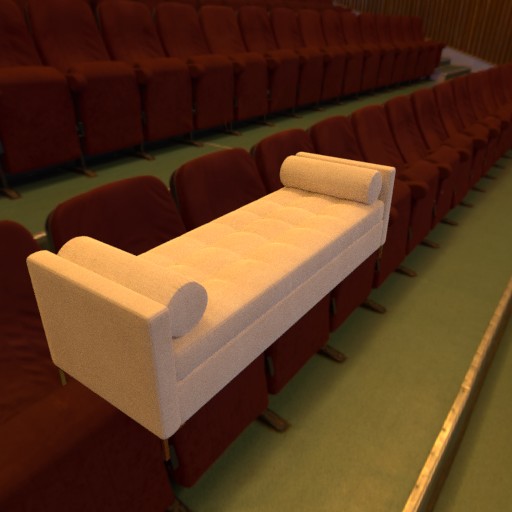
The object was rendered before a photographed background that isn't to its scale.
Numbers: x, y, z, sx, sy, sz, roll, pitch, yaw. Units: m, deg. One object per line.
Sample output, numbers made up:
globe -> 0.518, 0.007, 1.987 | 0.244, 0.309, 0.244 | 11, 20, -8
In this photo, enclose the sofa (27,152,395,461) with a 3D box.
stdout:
sofa -> 0.000, 0.000, 2.308 | 0.686, 0.635, 1.981 | 18, 32, 32
